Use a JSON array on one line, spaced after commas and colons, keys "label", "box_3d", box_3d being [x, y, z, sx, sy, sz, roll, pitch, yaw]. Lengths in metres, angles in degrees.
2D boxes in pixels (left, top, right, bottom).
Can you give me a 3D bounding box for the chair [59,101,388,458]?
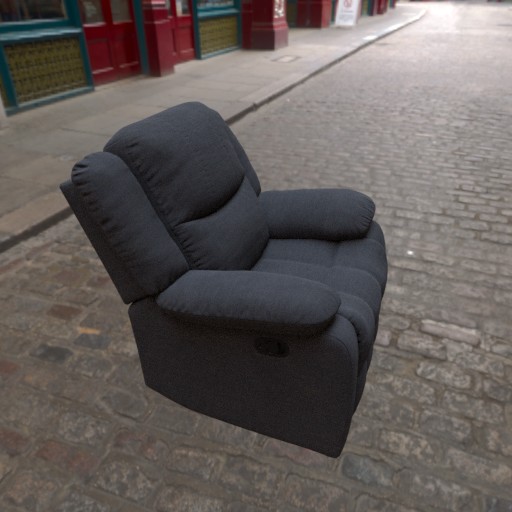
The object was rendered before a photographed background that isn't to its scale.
[{"label": "chair", "box_3d": [0.000, 0.000, 1.652, 0.944, 1.008, 0.899, 11, 33, 18]}]
